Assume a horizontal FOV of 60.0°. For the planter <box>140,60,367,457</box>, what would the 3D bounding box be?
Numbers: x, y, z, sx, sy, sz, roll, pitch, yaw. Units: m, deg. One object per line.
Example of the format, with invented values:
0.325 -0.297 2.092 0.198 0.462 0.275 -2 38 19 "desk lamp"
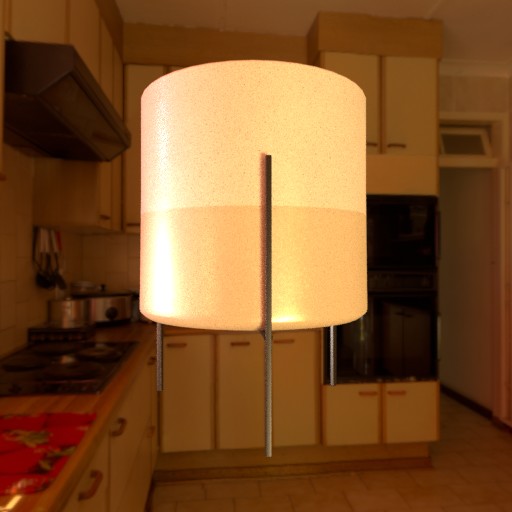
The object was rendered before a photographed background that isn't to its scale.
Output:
0.000 0.000 0.724 0.368 0.484 0.359 0 0 -36 "planter"
